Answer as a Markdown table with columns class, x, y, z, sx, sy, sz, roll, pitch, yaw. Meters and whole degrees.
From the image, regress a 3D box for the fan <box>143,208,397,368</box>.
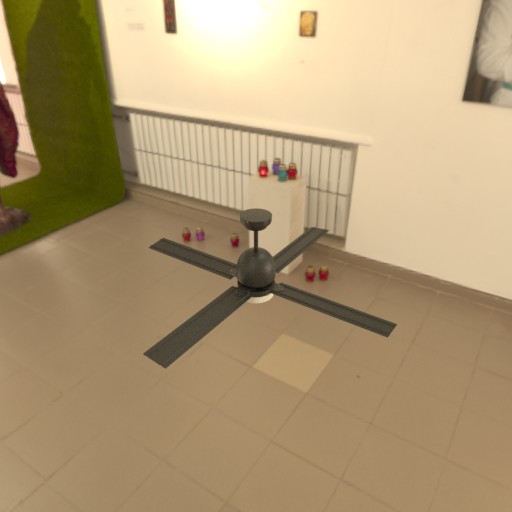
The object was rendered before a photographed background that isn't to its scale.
| class | x | y | z | sx | sy | sz | roll | pitch | yaw |
| --- | --- | --- | --- | --- | --- | --- | --- | --- | --- |
| fan | 0.000 | 0.000 | 2.020 | 1.319 | 0.410 | 1.319 | 18 | 34 | 28 |
